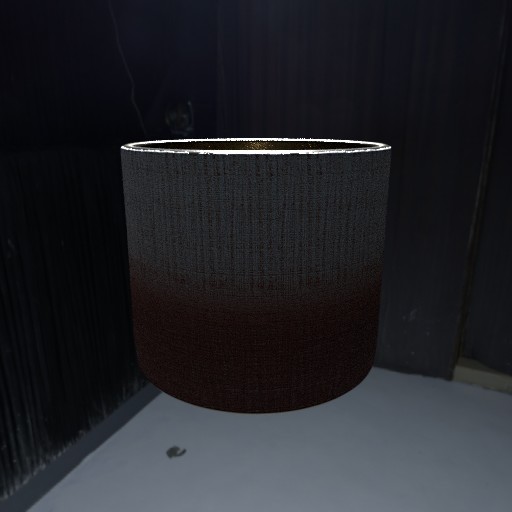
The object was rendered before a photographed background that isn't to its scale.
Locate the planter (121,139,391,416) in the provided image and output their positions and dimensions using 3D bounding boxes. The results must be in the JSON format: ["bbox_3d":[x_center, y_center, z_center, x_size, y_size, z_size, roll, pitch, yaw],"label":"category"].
[{"bbox_3d":[0.000,0.000,0.320,0.178,0.157,0.178,0,17,0],"label":"planter"}]
